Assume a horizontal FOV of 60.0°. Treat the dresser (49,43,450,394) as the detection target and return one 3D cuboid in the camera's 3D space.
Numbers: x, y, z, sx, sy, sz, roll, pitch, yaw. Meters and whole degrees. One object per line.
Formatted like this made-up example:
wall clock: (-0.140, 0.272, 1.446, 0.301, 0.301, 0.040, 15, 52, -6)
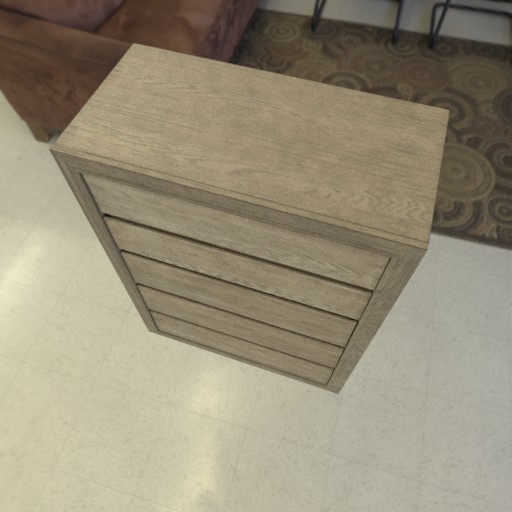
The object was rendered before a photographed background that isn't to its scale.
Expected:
dresser: (0.000, 0.000, 1.734, 0.967, 1.295, 0.483, 16, 60, 10)
